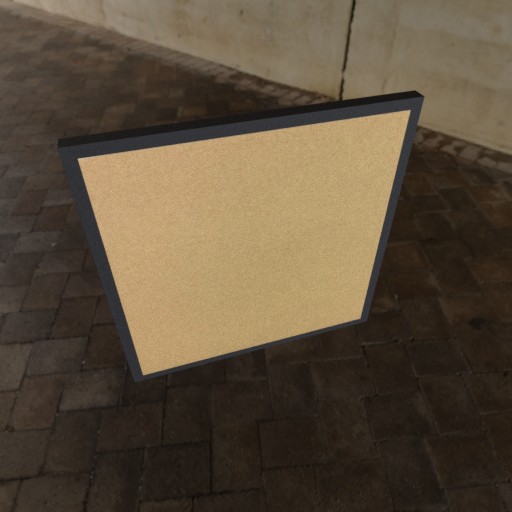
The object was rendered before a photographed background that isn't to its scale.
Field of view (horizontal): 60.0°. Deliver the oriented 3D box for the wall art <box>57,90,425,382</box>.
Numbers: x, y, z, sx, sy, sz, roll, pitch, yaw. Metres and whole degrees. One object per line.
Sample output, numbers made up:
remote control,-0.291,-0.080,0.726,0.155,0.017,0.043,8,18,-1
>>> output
wall art,0.000,0.000,1.149,0.762,0.760,0.037,-12,43,-13
